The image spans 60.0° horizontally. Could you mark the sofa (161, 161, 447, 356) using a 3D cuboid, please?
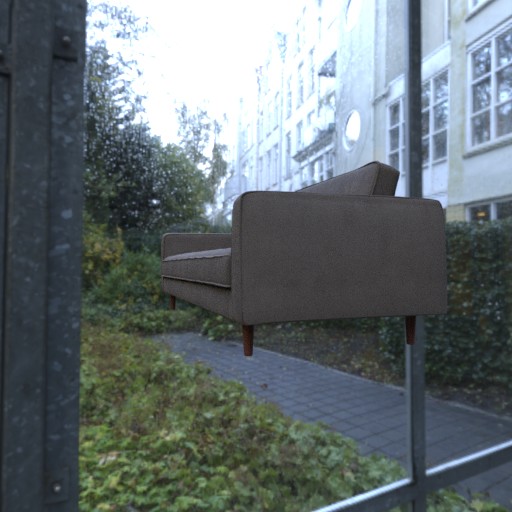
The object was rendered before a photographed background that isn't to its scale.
[{"bbox_3d":[0.000,0.000,2.752,0.923,0.813,2.295,0,-1,-19],"label":"sofa"}]
